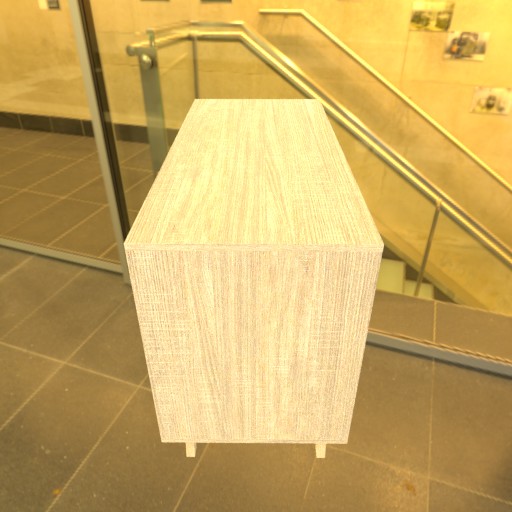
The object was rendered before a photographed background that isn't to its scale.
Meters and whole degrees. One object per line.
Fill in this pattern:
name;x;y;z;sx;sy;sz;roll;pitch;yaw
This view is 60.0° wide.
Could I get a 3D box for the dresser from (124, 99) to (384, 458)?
dresser;0.000;0.000;1.528;0.500;0.780;1.110;0;33;0
